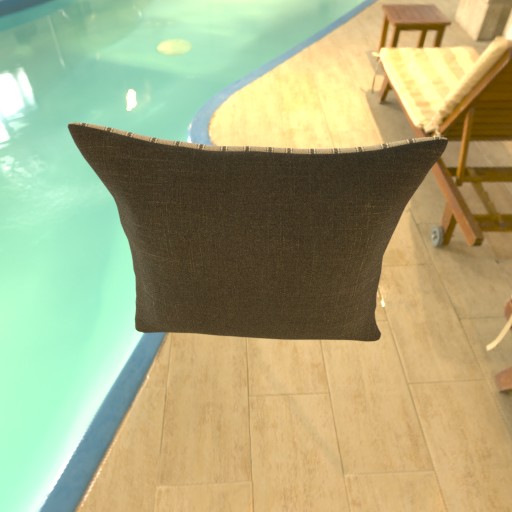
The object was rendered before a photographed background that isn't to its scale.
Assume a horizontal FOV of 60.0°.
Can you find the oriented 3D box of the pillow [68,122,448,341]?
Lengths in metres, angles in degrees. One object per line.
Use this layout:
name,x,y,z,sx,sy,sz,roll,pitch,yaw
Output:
pillow,0.000,0.000,0.693,0.468,0.444,0.138,2,46,2
